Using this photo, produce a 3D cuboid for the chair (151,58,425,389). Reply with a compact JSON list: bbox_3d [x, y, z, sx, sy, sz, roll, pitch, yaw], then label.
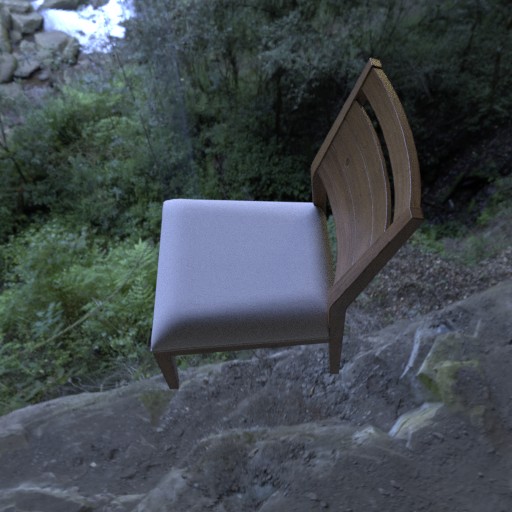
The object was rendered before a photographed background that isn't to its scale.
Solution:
[{"bbox_3d":[0.000,0.000,1.250,0.610,0.939,0.497,-2,60,-1],"label":"chair"}]
